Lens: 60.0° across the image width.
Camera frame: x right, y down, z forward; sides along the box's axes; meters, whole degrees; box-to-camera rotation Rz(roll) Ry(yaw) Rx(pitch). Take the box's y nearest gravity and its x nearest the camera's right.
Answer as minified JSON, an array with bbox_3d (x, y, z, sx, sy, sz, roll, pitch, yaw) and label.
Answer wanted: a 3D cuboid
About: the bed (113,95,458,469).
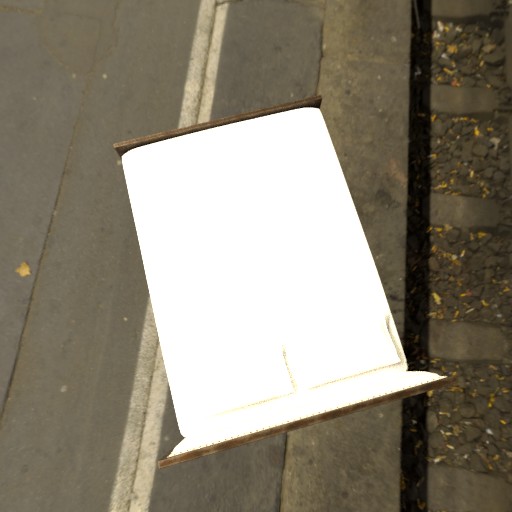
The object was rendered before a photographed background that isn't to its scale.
[{"bbox_3d":[0.000,0.000,3.184,1.607,1.313,2.221,-15,76,-4],"label":"bed"}]
